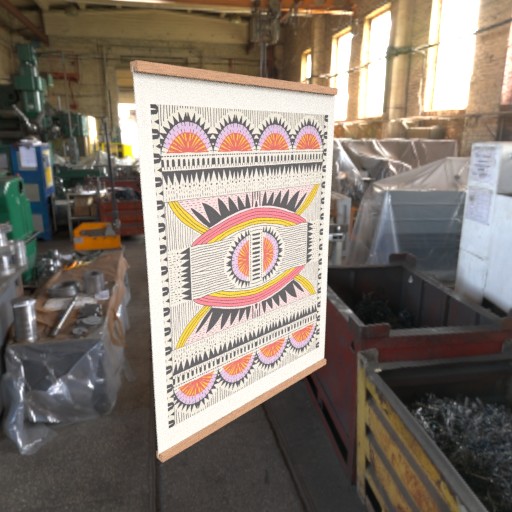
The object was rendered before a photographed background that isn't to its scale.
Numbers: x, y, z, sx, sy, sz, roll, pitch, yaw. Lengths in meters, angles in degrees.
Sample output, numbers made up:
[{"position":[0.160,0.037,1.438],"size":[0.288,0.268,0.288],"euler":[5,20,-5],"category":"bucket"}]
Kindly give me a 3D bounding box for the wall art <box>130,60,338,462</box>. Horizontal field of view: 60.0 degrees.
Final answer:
[{"position":[0.000,0.000,1.351],"size":[0.028,1.016,0.765],"euler":[14,20,42],"category":"wall art"}]
